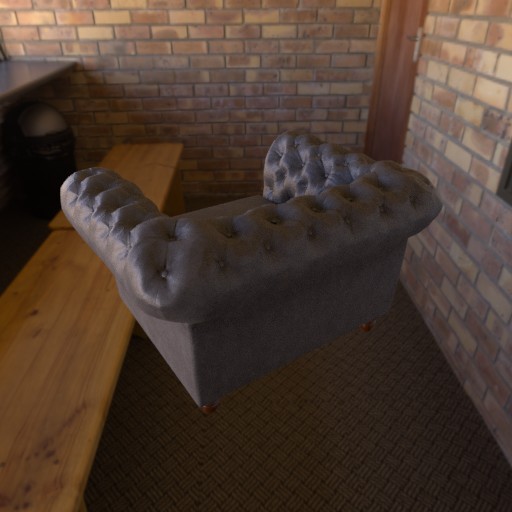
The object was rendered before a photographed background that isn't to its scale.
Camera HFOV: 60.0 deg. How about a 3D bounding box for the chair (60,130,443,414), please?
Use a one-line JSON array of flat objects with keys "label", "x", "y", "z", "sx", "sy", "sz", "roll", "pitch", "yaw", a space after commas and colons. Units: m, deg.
[{"label": "chair", "x": 0.000, "y": 0.000, "z": 1.894, "sx": 1.298, "sy": 0.780, "sz": 0.943, "roll": -19, "pitch": 35, "yaw": -29}]
